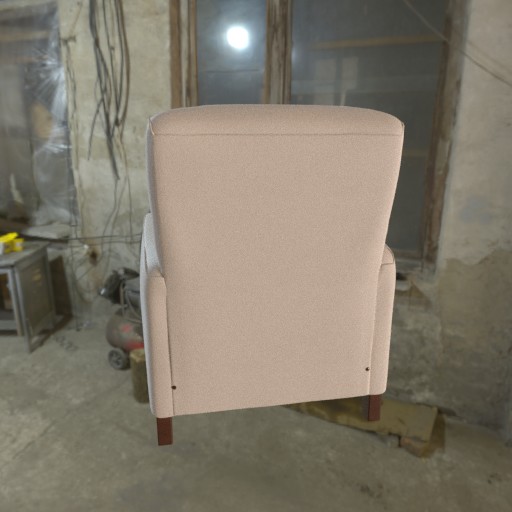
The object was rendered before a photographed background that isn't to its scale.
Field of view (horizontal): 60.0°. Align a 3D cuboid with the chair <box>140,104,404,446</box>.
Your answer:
[{"bbox_3d":[0.000,0.000,1.649,0.841,1.028,0.858,-3,16,-10],"label":"chair"}]
